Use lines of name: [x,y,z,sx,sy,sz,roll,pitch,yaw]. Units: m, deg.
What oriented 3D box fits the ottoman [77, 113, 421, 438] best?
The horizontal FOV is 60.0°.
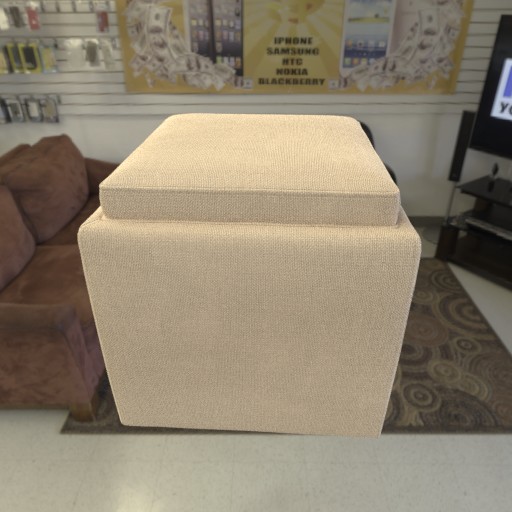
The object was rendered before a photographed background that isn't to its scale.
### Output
ottoman: [0.000,0.000,0.816,0.451,0.460,0.450,2,30,3]
